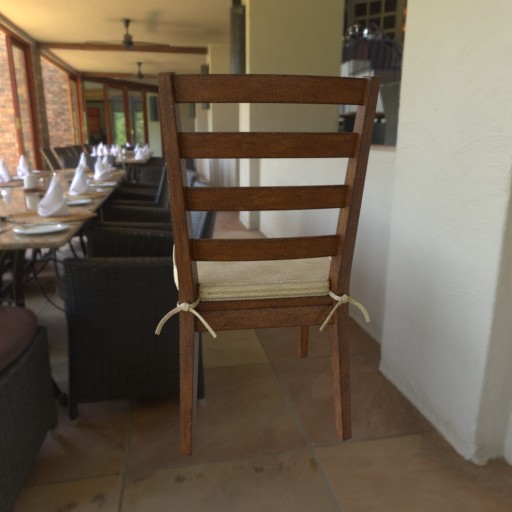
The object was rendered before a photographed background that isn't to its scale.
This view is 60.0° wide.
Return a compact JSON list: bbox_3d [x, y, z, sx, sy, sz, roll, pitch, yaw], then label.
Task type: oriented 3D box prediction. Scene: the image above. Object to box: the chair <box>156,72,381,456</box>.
[{"bbox_3d":[0.000,0.000,1.366,0.593,0.979,0.595,-2,15,-8],"label":"chair"}]
